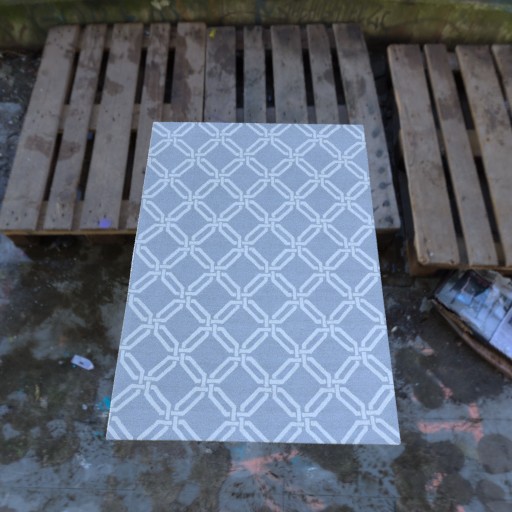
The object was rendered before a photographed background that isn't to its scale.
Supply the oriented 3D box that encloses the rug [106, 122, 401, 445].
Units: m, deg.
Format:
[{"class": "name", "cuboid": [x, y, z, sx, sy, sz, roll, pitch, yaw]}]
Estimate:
[{"class": "rug", "cuboid": [0.000, 0.000, 2.745, 1.522, 0.013, 2.133, 1, 64, 0]}]
